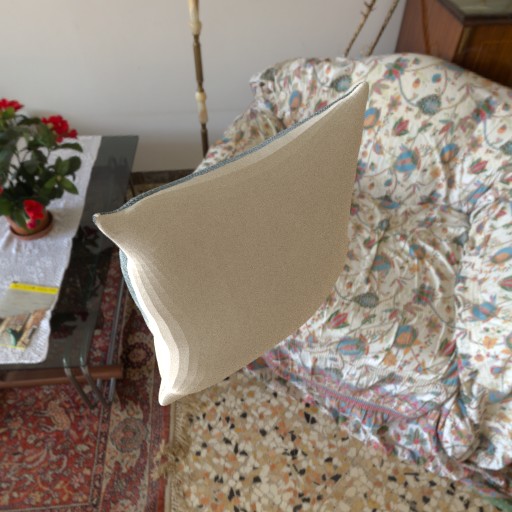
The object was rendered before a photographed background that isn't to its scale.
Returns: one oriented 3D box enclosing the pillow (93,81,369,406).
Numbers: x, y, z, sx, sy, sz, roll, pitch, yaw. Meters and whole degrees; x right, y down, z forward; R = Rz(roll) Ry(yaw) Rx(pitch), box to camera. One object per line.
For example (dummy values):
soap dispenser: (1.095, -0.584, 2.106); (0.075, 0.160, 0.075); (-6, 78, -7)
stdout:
pillow: (0.000, 0.000, 0.698); (0.440, 0.441, 0.182); (-32, 55, -26)
